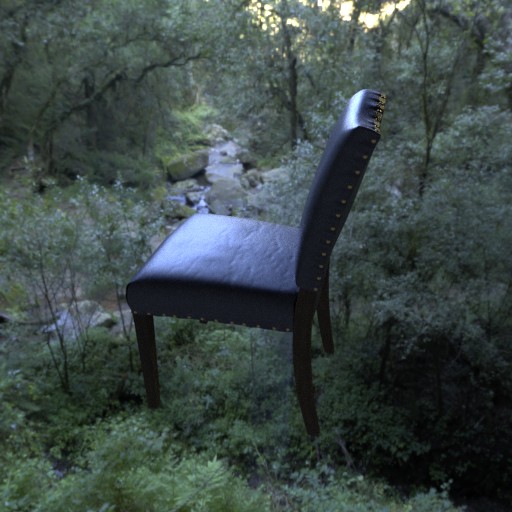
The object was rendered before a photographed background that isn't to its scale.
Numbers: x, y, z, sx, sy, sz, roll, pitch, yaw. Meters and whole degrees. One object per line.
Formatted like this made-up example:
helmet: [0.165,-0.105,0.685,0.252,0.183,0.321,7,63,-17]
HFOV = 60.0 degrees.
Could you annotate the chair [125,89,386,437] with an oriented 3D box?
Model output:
chair: [0.000,0.000,1.354,0.633,0.991,0.500,8,31,13]
